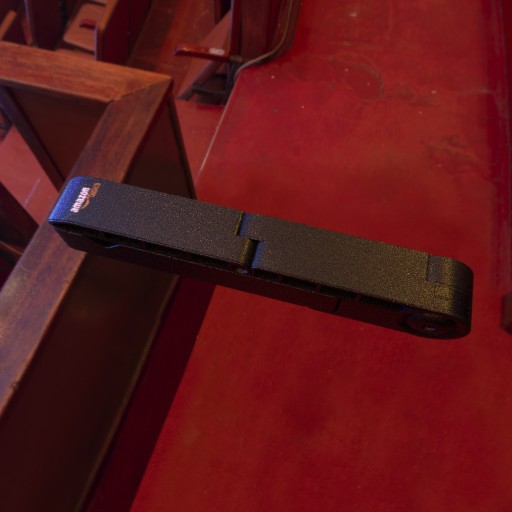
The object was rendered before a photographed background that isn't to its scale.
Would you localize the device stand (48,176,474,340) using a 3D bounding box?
[{"bbox_3d":[0.000,0.000,0.190,0.179,0.030,0.026,13,64,7],"label":"device stand"}]
